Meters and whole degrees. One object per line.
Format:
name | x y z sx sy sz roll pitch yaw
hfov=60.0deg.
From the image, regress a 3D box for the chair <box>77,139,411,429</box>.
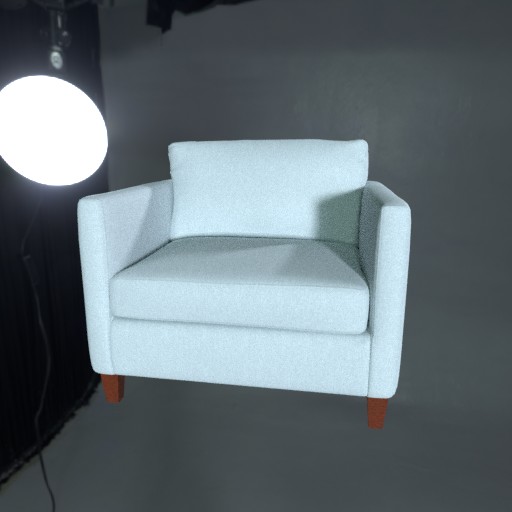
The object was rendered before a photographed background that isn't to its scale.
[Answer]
chair | 0.000 0.000 1.871 1.107 0.961 0.953 2 14 9
